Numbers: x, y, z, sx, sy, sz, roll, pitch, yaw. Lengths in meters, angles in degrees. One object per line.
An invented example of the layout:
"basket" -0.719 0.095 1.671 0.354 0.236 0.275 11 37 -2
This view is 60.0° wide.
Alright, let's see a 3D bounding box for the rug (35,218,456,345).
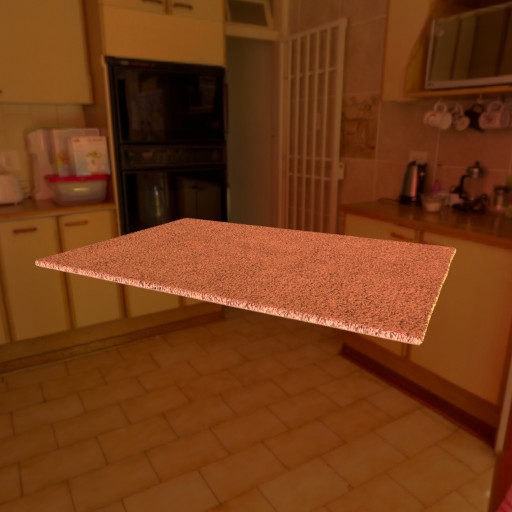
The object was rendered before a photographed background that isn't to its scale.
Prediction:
"rug" 0.000 0.000 2.253 1.778 0.030 1.219 8 18 27
